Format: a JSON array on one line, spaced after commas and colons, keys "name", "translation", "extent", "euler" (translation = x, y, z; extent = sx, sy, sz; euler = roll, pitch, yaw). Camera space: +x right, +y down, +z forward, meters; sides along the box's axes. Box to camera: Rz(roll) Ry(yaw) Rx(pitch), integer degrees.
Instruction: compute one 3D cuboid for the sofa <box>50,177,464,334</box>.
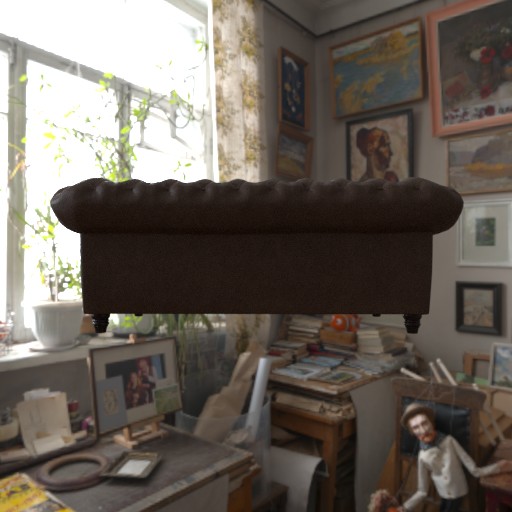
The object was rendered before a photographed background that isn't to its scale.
[{"name": "sofa", "translation": [0.000, 0.000, 2.543], "extent": [2.048, 0.784, 0.955], "euler": [0, -1, 1]}]
